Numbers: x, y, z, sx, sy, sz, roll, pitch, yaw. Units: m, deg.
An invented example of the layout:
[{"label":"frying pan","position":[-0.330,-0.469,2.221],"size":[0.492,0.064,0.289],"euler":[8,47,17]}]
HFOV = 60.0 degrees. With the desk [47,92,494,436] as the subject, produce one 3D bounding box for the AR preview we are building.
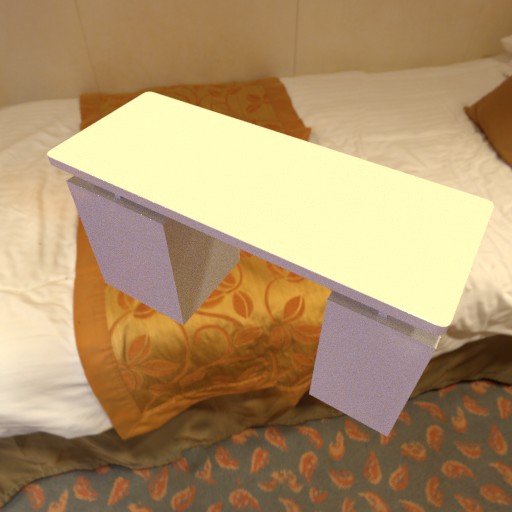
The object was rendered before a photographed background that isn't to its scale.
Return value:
[{"label":"desk","position":[0.000,0.000,1.733],"size":[1.400,0.762,0.550],"euler":[24,51,21]}]
